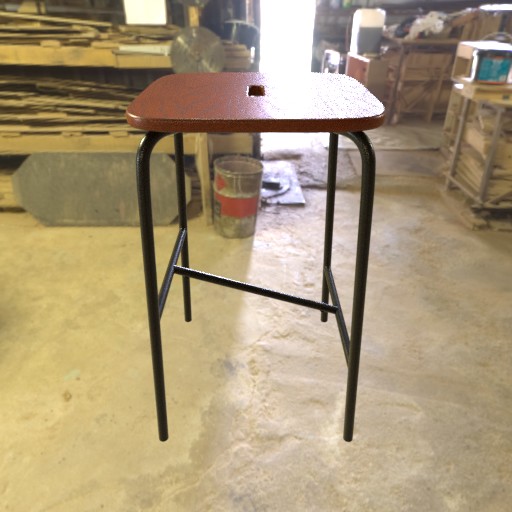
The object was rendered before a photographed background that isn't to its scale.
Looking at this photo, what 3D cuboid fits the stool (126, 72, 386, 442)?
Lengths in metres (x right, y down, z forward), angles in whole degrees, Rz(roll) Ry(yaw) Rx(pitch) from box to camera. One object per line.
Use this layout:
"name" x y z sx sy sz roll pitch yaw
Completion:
"stool" 0.000 0.000 0.857 0.376 0.610 0.376 0 31 0
